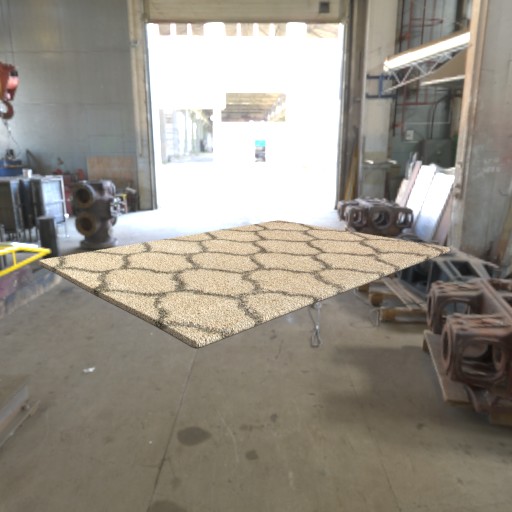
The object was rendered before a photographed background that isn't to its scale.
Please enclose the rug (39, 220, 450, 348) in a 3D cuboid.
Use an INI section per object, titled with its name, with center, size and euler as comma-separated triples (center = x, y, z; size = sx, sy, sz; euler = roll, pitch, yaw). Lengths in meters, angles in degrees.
[rug]
center = 0.000, 0.000, 2.129
size = 1.600, 0.025, 1.200
euler = -13, 19, -42
